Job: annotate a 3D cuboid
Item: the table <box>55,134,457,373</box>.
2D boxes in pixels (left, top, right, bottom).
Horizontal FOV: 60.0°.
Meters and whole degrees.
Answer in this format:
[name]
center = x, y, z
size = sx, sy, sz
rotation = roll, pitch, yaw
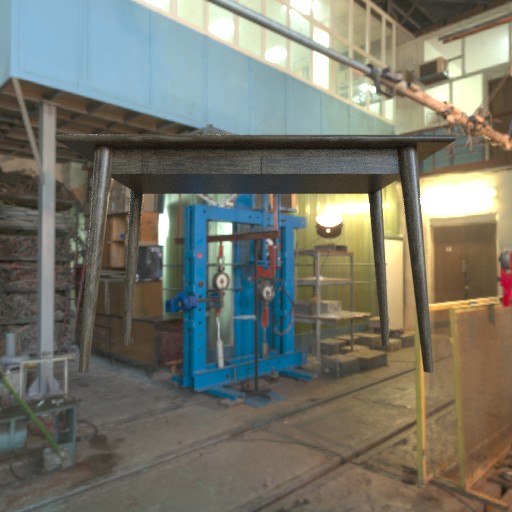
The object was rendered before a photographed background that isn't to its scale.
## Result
[table]
center = 0.000, 0.000, 1.727
size = 1.300, 0.780, 0.599
rotation = 0, -1, 0
